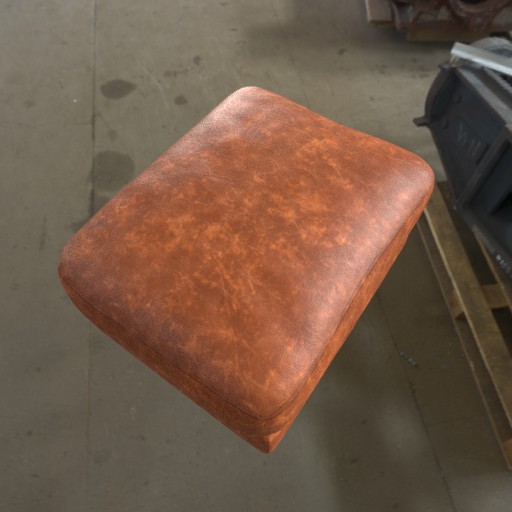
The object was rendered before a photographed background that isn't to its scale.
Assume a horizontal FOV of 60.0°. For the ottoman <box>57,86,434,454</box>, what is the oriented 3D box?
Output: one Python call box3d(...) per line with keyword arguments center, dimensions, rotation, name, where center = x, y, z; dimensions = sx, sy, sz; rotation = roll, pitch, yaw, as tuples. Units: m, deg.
box3d(center=(0.000, 0.000, 1.240), dimensions=(0.657, 0.562, 0.832), rotation=(31, 63, 18), name="ottoman")
